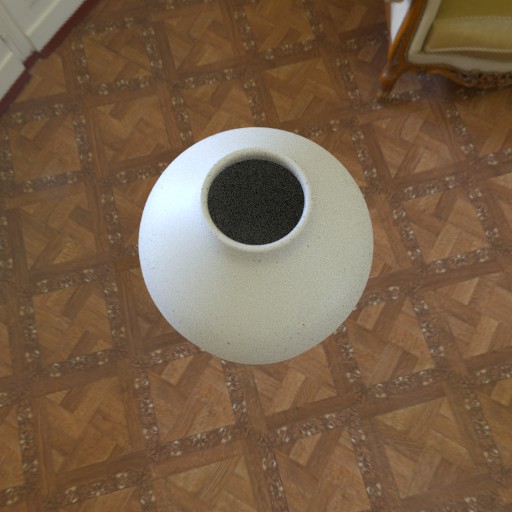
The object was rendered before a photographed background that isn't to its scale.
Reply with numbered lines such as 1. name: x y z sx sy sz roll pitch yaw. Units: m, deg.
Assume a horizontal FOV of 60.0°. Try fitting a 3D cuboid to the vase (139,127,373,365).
1. vase: 0.000 0.000 0.359 0.169 0.240 0.169 0 74 0
